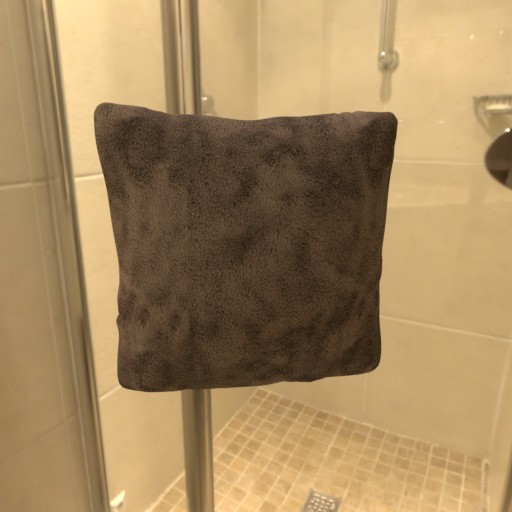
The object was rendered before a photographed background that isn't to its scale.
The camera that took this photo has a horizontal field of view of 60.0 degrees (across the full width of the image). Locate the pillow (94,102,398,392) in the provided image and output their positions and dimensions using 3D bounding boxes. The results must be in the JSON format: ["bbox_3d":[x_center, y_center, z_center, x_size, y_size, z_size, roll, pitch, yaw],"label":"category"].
[{"bbox_3d":[0.000,0.000,0.797,0.522,0.520,0.204,-3,16,-9],"label":"pillow"}]
